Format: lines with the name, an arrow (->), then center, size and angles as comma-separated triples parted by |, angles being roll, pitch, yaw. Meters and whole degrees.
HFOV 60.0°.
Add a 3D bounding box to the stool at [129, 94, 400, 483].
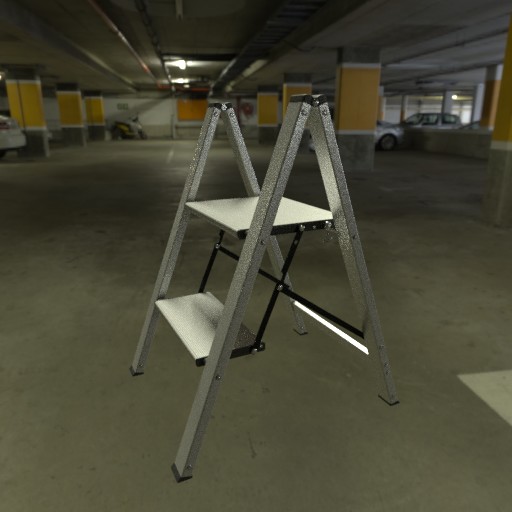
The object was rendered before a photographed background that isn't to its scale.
stool -> 0.000, 0.000, 1.005 | 0.535, 0.670, 0.440 | -8, 19, -25
